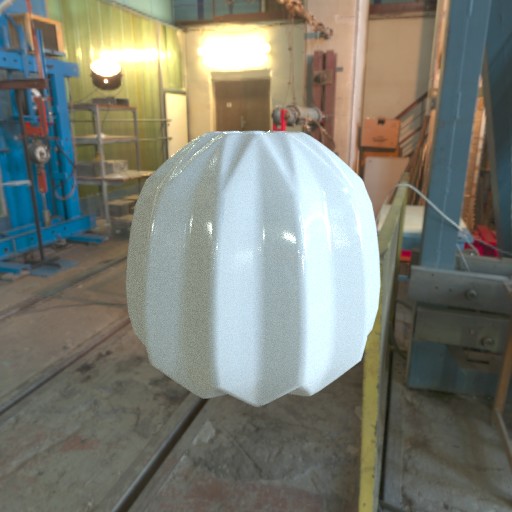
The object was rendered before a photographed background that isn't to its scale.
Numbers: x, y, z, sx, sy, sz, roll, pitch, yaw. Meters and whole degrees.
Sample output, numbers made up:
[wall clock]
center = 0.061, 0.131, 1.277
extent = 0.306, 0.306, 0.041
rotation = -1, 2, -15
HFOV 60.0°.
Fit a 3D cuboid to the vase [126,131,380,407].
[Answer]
[vase]
center = 0.000, 0.000, 0.248
extent = 0.139, 0.134, 0.139
rotation = 0, 17, 0
